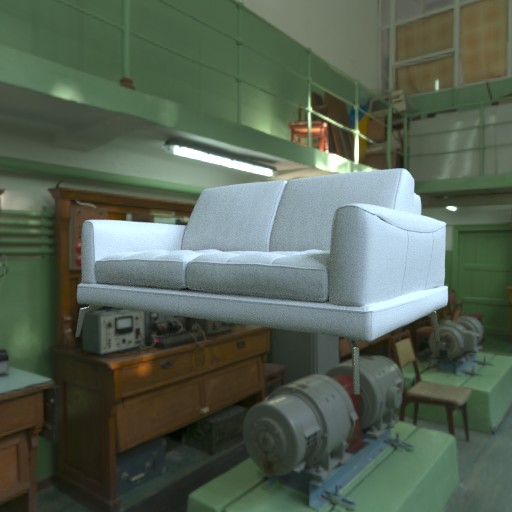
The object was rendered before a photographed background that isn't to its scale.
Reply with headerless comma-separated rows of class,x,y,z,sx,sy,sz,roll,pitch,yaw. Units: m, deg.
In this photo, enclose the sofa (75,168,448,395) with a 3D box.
sofa,0.000,0.000,2.454,1.819,0.930,1.121,1,1,36
